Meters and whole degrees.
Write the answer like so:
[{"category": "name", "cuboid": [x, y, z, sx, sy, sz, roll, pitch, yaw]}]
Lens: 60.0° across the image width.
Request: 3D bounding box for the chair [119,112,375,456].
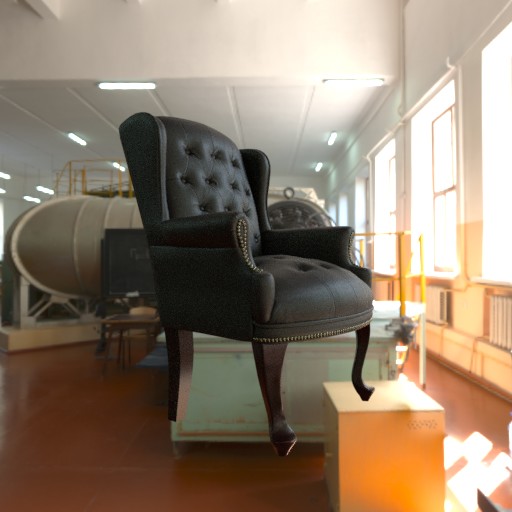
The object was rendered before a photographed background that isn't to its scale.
[{"category": "chair", "cuboid": [0.000, 0.000, 1.688, 0.822, 1.133, 0.831, 0, 0, 36]}]
